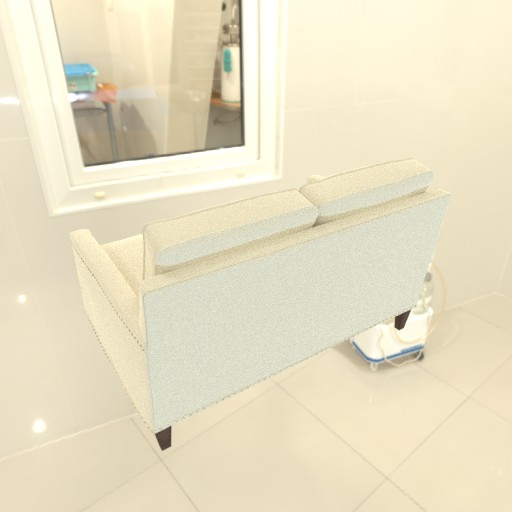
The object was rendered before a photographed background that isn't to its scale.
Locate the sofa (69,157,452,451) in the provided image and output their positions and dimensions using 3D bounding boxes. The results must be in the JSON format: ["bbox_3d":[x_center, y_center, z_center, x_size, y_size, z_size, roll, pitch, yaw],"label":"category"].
[{"bbox_3d":[0.000,0.000,2.261,1.597,1.003,1.084,-18,34,-28],"label":"sofa"}]
